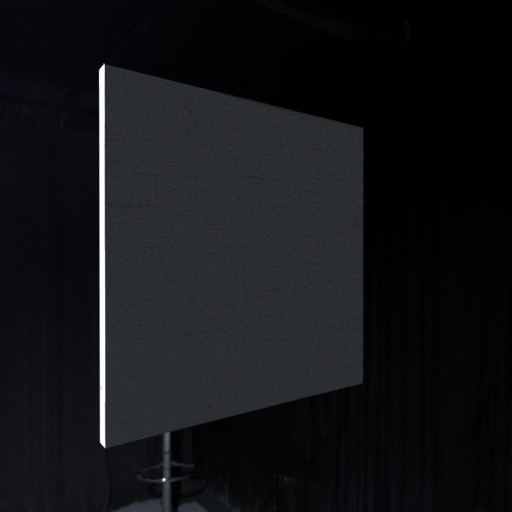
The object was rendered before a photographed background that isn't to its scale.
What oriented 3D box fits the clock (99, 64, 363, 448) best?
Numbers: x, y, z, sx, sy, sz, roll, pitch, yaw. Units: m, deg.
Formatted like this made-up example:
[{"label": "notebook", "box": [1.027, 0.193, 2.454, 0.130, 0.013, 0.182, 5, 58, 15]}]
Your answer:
[{"label": "clock", "box": [0.000, 0.000, 1.031, 0.705, 0.705, 0.032, 0, 0, -36]}]
